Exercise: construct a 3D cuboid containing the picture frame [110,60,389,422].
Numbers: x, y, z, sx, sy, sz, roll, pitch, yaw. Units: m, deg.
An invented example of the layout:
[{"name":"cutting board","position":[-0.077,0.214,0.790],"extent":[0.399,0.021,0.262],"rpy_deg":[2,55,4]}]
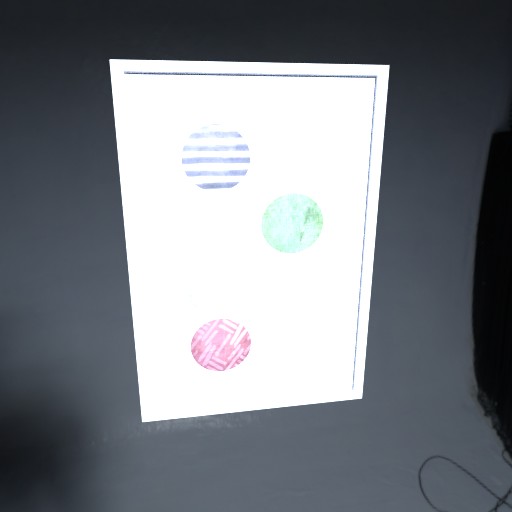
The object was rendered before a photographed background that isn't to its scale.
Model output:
[{"name":"picture frame","position":[0.000,0.000,0.819],"extent":[0.457,0.657,0.013],"rpy_deg":[-3,17,-9]}]
